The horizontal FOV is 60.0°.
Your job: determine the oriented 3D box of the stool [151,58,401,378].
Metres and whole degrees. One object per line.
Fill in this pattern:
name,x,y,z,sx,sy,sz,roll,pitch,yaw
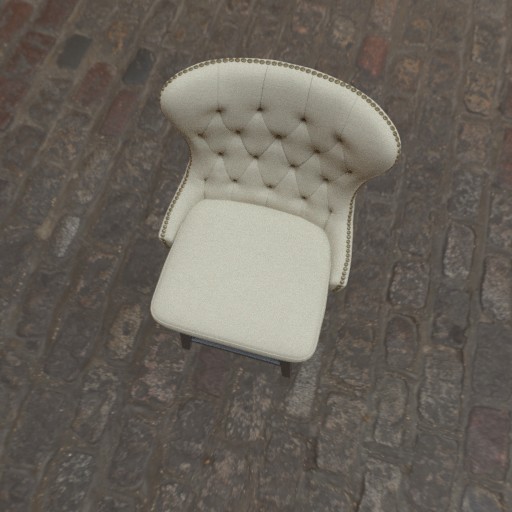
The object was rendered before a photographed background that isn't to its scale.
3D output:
stool,0.000,0.000,1.304,0.528,0.971,0.593,15,75,4
